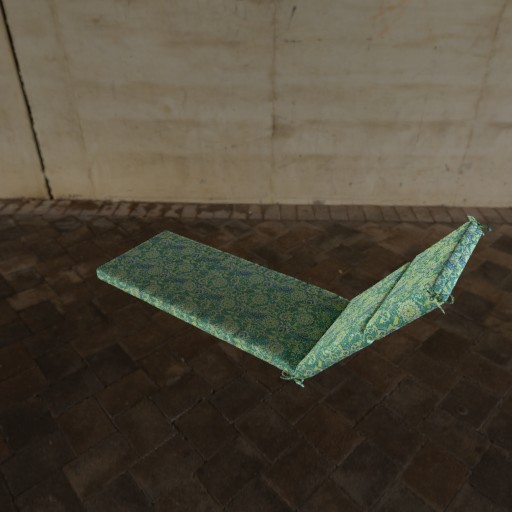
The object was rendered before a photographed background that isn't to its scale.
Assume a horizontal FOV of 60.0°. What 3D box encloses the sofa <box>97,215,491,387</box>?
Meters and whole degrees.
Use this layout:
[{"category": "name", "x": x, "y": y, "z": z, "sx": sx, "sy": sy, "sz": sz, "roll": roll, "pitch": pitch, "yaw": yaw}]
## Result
[{"category": "sofa", "x": 0.000, "y": 0.000, "z": 1.930, "sx": 1.663, "sy": 0.622, "sz": 0.582, "roll": 20, "pitch": 37, "yaw": 29}]
